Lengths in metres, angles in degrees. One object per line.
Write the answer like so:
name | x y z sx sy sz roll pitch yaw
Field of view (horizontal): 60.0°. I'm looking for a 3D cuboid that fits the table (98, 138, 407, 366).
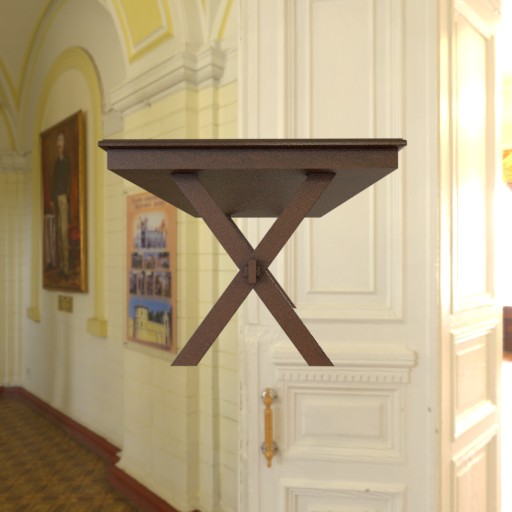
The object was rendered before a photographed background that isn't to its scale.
table | 0.000 0.000 1.451 0.594 0.459 1.197 0 0 1
